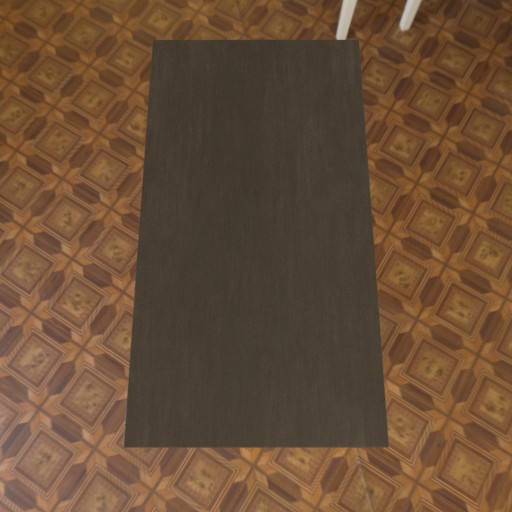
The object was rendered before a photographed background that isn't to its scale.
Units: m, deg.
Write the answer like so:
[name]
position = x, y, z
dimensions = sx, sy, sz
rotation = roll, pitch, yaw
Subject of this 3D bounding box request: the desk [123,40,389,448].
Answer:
[desk]
position = 0.000, 0.000, 1.505
dimensions = 0.600, 0.750, 1.100
rotation = 0, 75, 0
